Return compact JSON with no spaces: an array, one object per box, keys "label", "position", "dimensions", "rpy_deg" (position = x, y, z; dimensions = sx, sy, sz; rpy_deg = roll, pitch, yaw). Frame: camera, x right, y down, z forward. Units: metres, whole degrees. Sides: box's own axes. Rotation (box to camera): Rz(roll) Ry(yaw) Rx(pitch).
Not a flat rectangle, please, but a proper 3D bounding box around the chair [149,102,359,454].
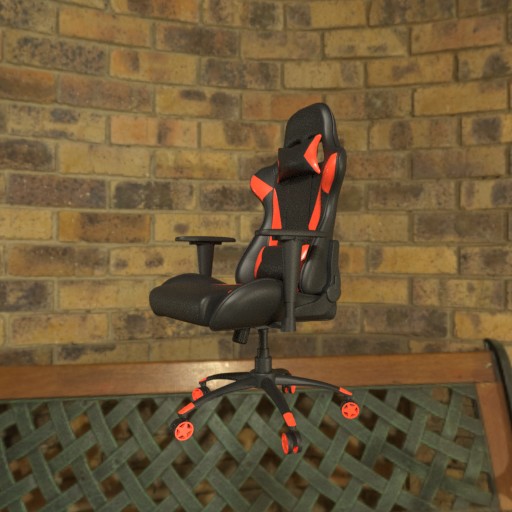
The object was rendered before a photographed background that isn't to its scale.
[{"label":"chair","position":[0.000,0.000,1.740],"dimensions":[0.730,1.282,0.695],"rpy_deg":[0,0,-35]}]
